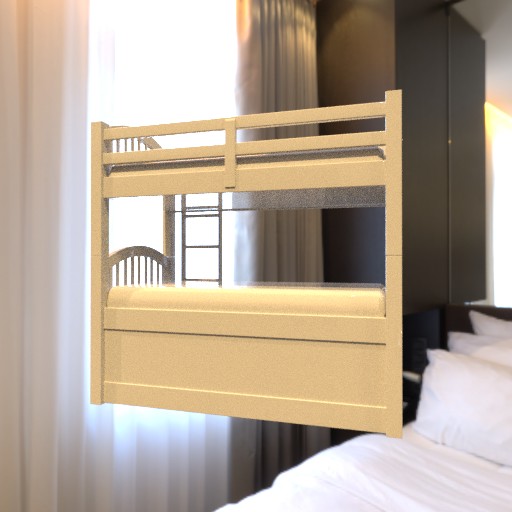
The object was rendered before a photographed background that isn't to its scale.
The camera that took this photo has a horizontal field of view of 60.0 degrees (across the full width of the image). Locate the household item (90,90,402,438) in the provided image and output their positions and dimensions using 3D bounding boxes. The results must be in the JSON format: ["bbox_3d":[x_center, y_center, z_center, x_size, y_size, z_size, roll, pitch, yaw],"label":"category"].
[{"bbox_3d":[0.000,0.000,3.295,2.032,2.032,1.143,0,0,17],"label":"household item"}]
